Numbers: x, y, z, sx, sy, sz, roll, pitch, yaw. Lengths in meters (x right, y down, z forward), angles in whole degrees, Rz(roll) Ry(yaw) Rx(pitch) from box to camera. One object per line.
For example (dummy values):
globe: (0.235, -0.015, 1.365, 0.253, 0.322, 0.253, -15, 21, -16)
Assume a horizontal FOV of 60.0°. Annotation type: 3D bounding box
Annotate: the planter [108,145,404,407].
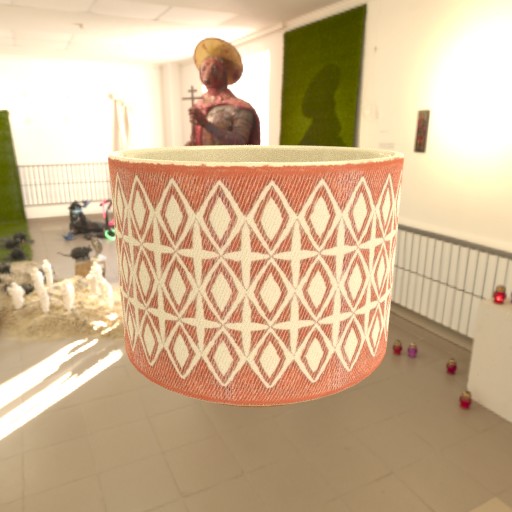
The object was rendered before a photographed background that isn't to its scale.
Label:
planter: (0.000, 0.000, 0.322, 0.192, 0.148, 0.192, 0, 16, 0)
